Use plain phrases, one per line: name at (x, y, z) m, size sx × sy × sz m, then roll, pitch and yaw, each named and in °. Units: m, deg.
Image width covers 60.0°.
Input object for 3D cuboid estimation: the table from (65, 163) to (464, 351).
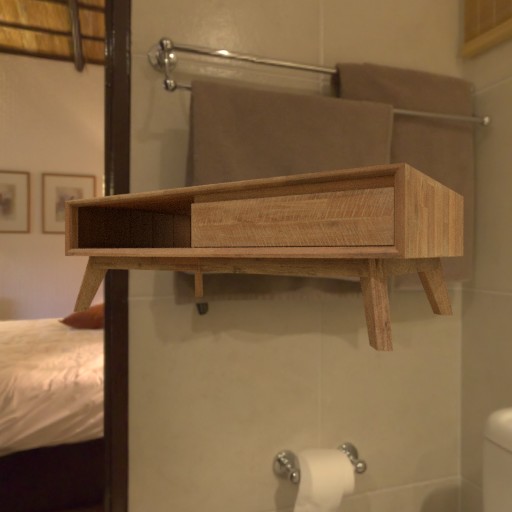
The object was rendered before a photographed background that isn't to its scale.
table at (0.000, 0.000, 2.060) m, size 1.619 × 0.531 × 0.918 m, roll 0°, pitch 1°, yaw 34°
